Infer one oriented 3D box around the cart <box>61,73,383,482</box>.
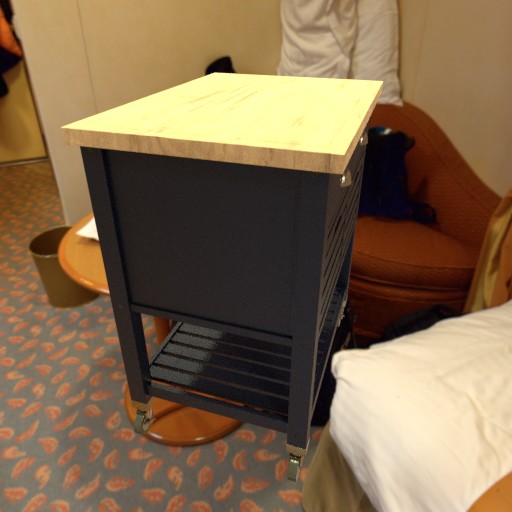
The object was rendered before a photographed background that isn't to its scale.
[{"bbox_3d":[0.000,0.000,1.359,0.567,0.920,0.797,10,32,16],"label":"cart"}]
